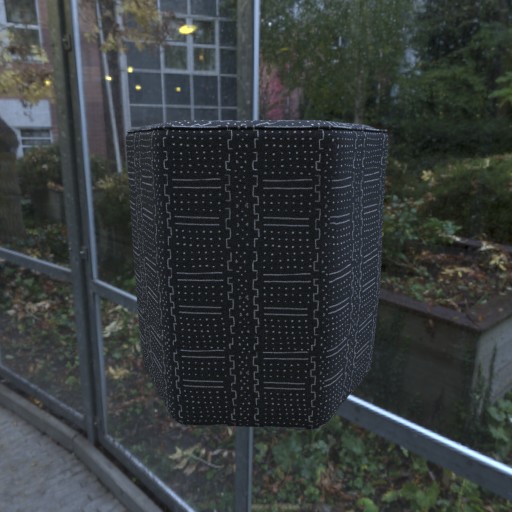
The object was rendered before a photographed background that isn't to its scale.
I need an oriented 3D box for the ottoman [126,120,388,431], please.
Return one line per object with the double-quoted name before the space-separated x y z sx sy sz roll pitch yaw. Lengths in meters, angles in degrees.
"ottoman" 0.000 0.000 0.884 0.443 0.502 0.494 -7 16 -26
